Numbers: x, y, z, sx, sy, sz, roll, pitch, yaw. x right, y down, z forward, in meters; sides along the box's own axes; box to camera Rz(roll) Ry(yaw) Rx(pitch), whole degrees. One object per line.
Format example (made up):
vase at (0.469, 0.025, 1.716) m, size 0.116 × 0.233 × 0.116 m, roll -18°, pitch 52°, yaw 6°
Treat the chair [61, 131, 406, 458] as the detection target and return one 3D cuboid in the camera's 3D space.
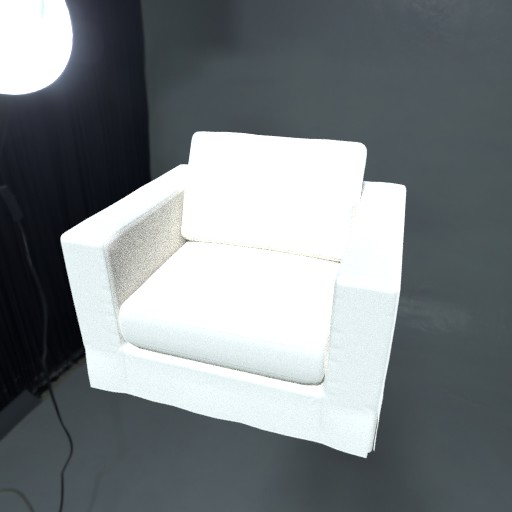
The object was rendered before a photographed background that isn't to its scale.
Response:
chair at (0.000, 0.000, 1.828) m, size 1.150 × 0.878 × 0.957 m, roll 8°, pitch 29°, yaw 16°
